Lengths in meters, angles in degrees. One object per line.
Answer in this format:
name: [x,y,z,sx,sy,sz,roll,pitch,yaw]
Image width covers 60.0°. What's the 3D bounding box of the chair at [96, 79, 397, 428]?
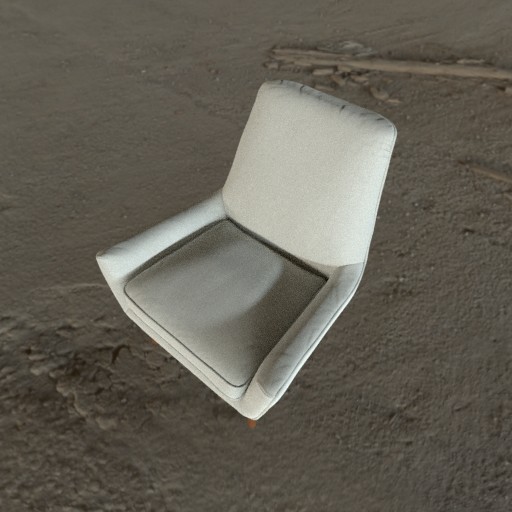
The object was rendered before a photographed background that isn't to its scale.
chair: [0.000,0.000,1.548,0.787,0.888,0.822,32,55,26]
